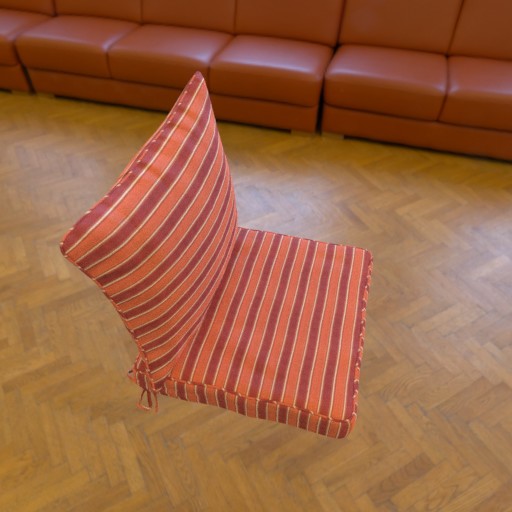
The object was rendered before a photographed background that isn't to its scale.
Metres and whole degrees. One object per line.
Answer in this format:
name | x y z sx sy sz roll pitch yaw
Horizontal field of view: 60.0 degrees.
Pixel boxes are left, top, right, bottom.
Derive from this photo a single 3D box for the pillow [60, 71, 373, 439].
pillow | 0.000 0.000 1.309 0.733 0.723 0.799 11 47 10
